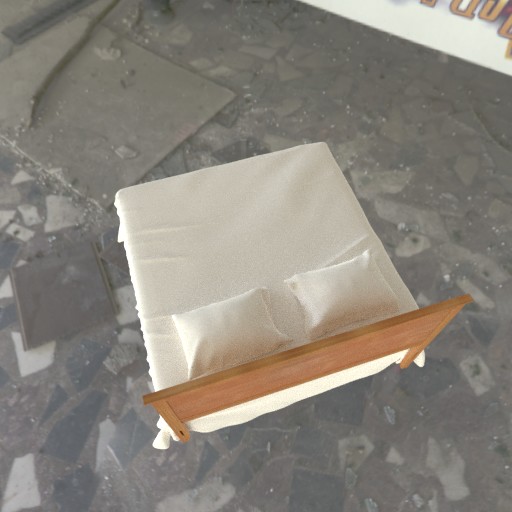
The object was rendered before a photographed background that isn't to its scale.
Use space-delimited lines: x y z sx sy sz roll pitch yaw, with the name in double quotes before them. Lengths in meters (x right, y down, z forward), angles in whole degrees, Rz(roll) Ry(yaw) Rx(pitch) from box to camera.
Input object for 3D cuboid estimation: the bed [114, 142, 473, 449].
"bed" 0.000 0.000 3.578 2.317 1.270 2.215 -15 59 -9
